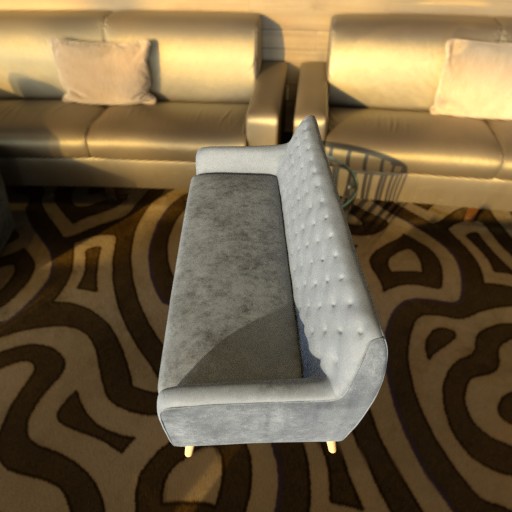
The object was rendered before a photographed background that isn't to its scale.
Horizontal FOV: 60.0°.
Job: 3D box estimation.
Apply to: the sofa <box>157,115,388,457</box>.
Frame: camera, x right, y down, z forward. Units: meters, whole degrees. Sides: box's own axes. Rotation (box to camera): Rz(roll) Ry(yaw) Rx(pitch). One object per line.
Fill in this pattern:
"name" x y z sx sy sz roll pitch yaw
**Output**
"sofa" 0.000 0.000 2.389 0.841 0.832 1.975 -1 40 -1
